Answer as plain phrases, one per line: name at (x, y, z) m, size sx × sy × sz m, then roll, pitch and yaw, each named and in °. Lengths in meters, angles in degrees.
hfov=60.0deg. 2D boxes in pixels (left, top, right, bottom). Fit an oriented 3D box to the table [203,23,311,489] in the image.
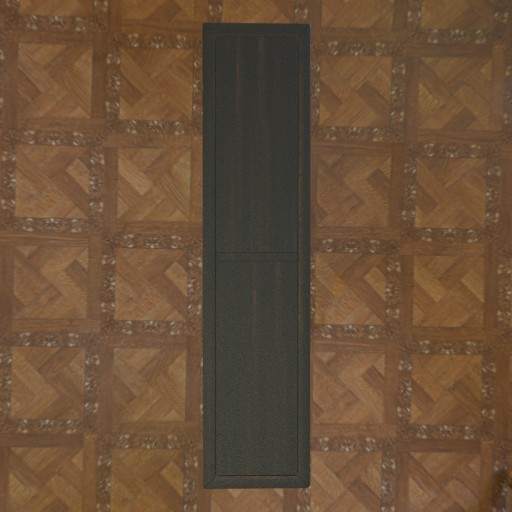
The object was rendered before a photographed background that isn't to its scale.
table at (0.000, 0.000, 1.933) m, size 0.384 × 0.762 × 1.631 m, roll 0°, pitch 91°, yaw -1°
